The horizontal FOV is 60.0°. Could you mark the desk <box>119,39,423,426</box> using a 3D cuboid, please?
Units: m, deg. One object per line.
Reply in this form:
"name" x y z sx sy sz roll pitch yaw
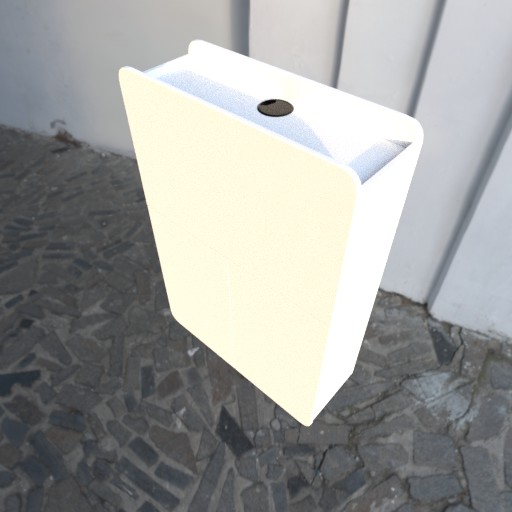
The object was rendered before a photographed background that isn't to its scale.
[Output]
"desk" 0.000 0.000 1.533 0.795 1.190 0.278 33 54 28
